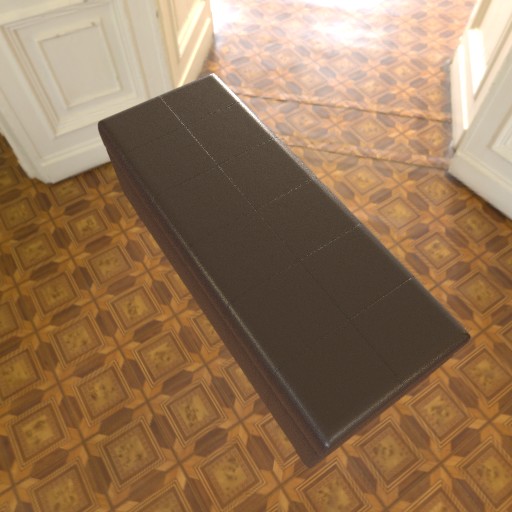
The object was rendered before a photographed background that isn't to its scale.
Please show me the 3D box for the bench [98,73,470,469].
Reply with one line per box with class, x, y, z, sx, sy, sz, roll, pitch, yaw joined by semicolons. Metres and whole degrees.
bench;0.000;0.000;1.323;0.429;0.457;1.092;-30;63;-17
